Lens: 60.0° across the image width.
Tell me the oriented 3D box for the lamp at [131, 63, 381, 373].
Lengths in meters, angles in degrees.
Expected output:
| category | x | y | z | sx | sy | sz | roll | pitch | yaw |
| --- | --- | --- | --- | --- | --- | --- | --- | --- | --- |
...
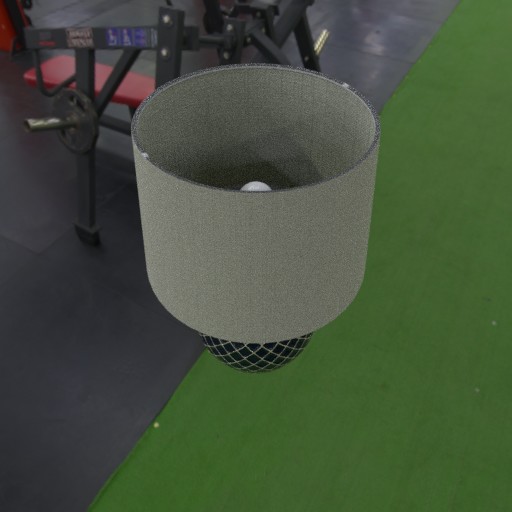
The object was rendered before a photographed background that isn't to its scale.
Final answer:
| category | x | y | z | sx | sy | sz | roll | pitch | yaw |
| --- | --- | --- | --- | --- | --- | --- | --- | --- | --- |
| lamp | 0.000 | 0.000 | 0.783 | 0.376 | 0.540 | 0.376 | 0 | 47 | 0 |
